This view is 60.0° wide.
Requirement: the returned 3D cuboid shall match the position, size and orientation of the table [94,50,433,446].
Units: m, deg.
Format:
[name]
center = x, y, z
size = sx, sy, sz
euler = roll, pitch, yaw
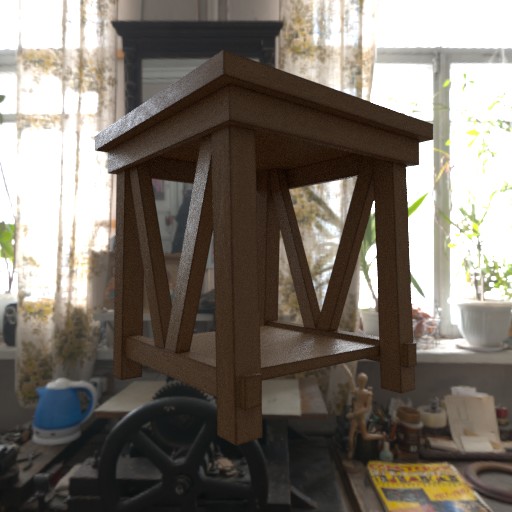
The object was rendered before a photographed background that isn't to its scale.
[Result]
[table]
center = 0.000, 0.000, 1.120
size = 0.610, 0.638, 0.612
euler = 1, -1, -38
